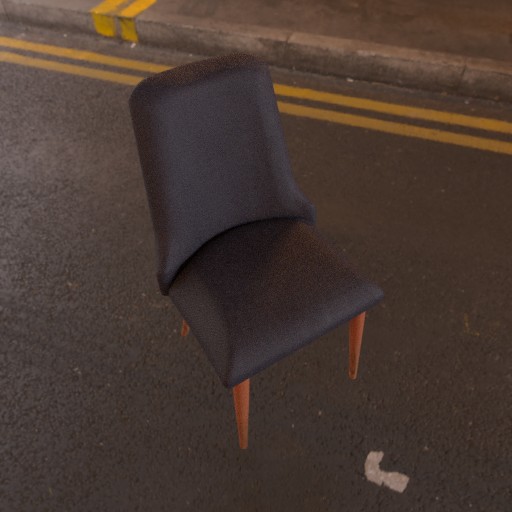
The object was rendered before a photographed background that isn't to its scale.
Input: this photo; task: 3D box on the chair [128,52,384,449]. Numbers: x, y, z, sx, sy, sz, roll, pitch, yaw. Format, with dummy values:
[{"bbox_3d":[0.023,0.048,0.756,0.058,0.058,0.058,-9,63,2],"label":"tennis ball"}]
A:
[{"bbox_3d":[0.000,0.000,1.169,0.504,0.820,0.567,-25,52,-21],"label":"chair"}]
